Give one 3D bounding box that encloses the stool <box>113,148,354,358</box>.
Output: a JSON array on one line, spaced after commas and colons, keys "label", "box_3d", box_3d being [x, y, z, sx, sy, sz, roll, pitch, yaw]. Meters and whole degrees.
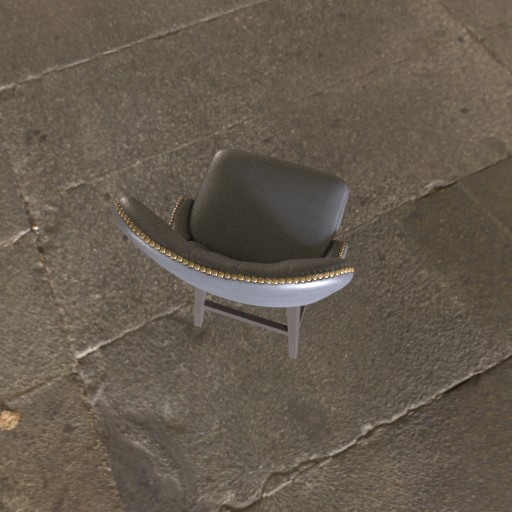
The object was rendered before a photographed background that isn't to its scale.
[{"label": "stool", "box_3d": [0.000, 0.000, 1.380, 0.528, 0.971, 0.593, 17, 65, 8]}]
